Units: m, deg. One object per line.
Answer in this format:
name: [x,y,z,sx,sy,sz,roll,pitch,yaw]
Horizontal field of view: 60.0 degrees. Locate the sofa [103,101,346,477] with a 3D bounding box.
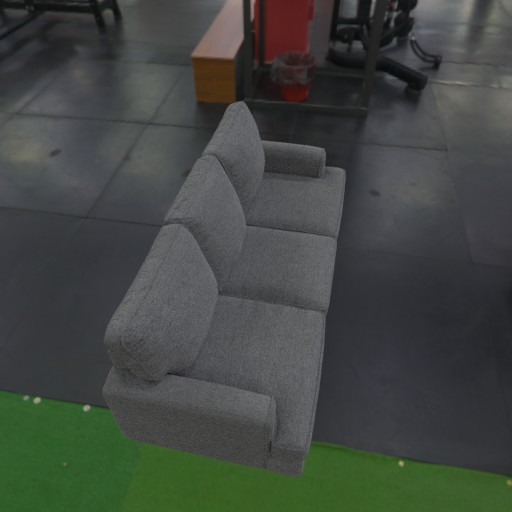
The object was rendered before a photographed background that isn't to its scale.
sofa: [0.000,0.000,2.660,0.951,0.965,2.158,9,46,9]
